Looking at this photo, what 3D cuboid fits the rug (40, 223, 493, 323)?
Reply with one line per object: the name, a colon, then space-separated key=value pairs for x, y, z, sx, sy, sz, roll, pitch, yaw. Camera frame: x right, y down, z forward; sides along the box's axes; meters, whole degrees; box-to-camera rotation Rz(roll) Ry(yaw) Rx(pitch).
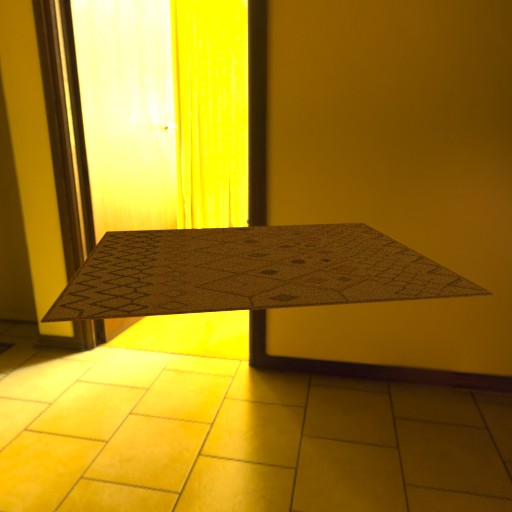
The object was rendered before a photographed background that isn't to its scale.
rug: x=0.000 y=0.000 z=4.088 sx=3.050 sy=0.016 sz=2.441 roll=-2 pitch=17 yaw=-8
